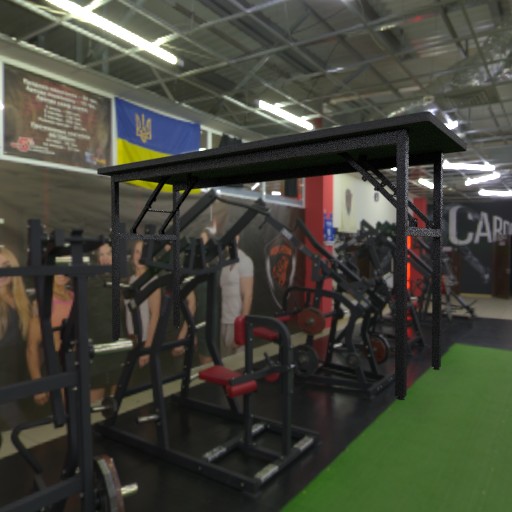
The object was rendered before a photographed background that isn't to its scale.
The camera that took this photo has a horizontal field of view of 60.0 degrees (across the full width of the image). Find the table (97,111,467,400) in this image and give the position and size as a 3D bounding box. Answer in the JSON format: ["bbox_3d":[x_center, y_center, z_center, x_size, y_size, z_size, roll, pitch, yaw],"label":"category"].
[{"bbox_3d":[0.000,0.000,1.704,1.399,0.750,0.449,1,2,37],"label":"table"}]
